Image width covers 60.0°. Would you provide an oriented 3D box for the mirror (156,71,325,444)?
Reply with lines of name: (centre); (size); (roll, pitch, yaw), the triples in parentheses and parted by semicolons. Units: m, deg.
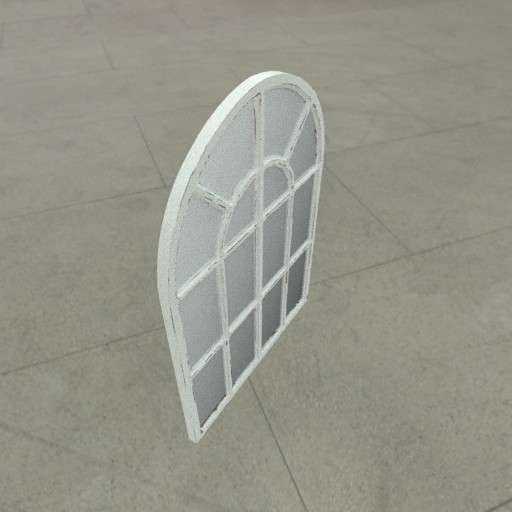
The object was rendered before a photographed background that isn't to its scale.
mirror: (0.000, 0.000, 1.159); (0.032, 0.920, 0.660); (24, 47, 24)
